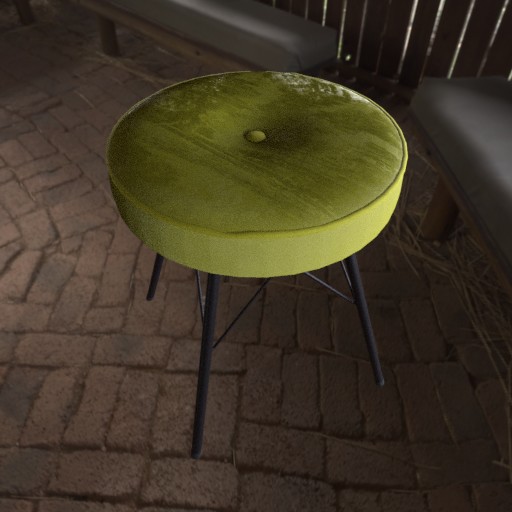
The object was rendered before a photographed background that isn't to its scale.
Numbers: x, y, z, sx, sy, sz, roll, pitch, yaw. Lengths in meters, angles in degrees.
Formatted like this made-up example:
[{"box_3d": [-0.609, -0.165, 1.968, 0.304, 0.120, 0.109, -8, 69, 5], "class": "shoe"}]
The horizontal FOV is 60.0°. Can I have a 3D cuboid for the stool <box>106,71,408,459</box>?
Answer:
[{"box_3d": [0.000, 0.000, 0.781, 0.409, 0.508, 0.409, -16, 48, -15], "class": "stool"}]
